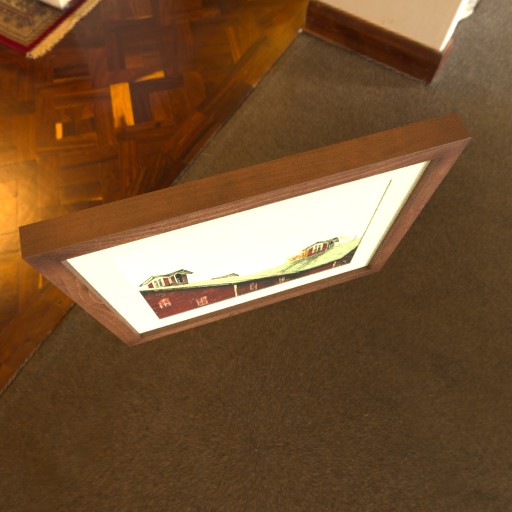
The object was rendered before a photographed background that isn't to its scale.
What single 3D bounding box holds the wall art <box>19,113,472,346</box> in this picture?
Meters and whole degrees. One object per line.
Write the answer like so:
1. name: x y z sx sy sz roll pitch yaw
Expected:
1. wall art: 0.000 0.000 0.534 0.401 0.328 0.030 -16 67 -7
